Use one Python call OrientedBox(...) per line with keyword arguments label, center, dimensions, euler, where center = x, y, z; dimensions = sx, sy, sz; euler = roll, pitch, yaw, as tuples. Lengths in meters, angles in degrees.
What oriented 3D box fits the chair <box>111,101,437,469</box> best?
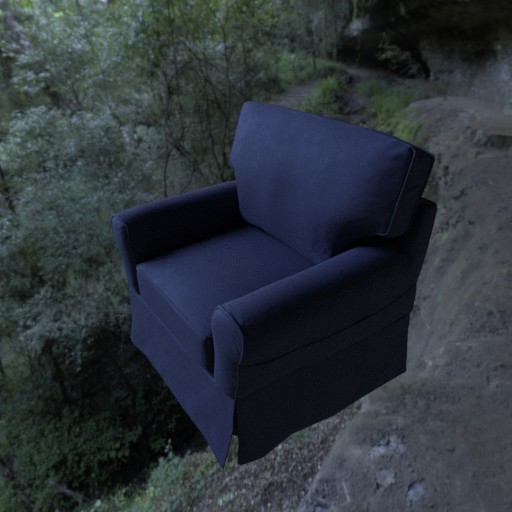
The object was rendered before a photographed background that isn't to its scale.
OrientedBox(label="chair", center=(0.000, 0.000, 1.964), dimensions=(1.002, 1.140, 1.119), euler=(-21, 36, -31))
